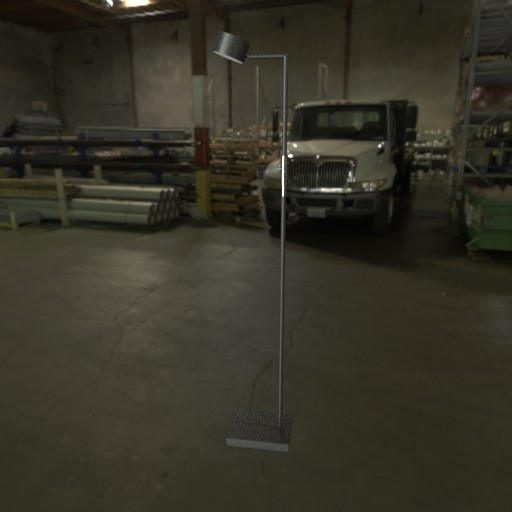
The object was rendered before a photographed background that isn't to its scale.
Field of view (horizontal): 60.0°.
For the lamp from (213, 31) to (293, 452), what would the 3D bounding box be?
[{"bbox_3d":[0.000,0.000,1.727,0.304,1.600,0.203,2,15,9],"label":"lamp"}]
